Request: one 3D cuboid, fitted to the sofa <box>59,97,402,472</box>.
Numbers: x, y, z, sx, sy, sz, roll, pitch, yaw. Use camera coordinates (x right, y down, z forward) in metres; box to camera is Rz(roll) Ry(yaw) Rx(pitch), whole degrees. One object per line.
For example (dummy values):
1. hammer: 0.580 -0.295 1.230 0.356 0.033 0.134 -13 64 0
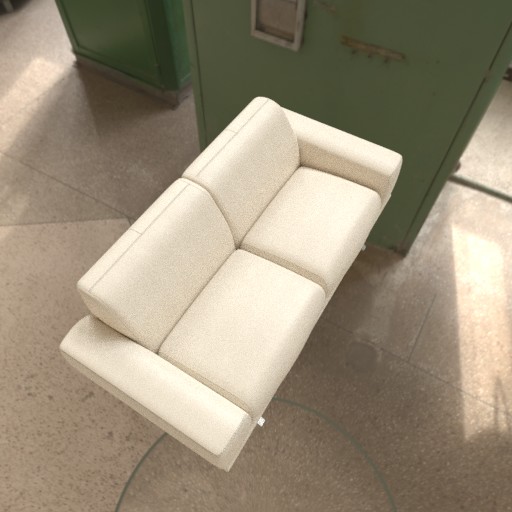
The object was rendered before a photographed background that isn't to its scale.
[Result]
1. sofa: 0.000 0.000 2.353 0.900 0.772 1.901 27 61 17
